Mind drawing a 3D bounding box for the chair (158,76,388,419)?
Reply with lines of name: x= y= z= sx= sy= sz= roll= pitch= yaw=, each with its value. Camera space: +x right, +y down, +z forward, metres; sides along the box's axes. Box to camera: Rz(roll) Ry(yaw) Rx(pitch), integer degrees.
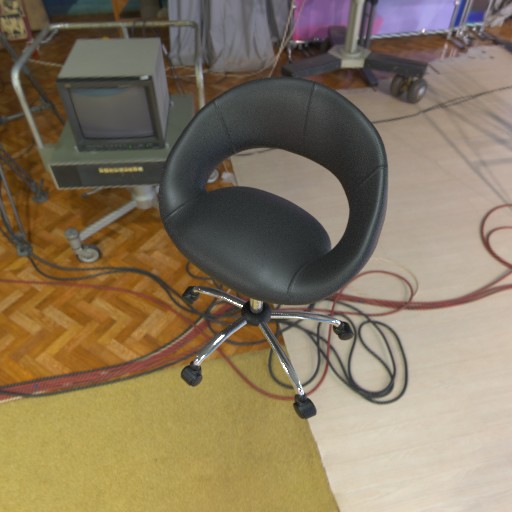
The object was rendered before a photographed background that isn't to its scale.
chair: x=0.000 y=0.000 z=1.182 sx=0.612 sy=0.791 sz=0.538 roll=31 pitch=54 yaw=25
